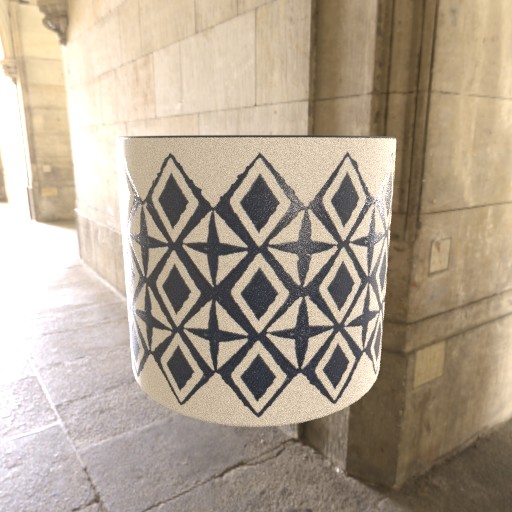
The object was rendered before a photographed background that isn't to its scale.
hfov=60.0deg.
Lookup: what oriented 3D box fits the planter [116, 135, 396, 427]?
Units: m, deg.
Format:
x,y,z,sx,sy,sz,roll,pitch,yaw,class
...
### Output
x,y,z,sx,sy,sz,roll,pitch,yaw,class
0.000,0.000,0.279,0.159,0.144,0.159,0,14,0,planter
